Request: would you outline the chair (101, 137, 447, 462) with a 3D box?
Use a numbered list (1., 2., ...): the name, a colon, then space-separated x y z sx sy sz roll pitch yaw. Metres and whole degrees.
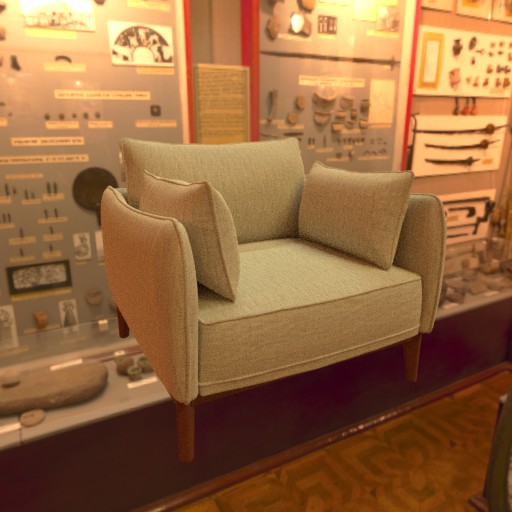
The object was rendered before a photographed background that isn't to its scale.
1. chair: 0.000 0.000 1.676 0.994 0.855 0.991 -9 19 -26
